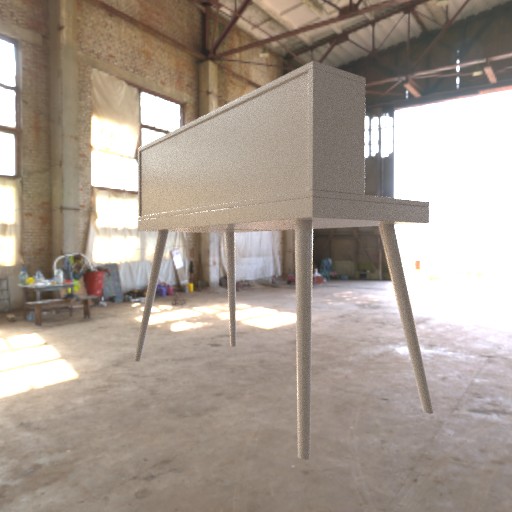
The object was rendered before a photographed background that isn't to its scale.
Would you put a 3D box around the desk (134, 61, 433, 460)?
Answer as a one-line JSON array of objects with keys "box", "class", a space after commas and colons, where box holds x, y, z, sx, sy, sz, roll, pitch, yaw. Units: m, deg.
[{"box": [0.000, 0.000, 1.737, 0.559, 0.990, 1.199, -1, 1, -35], "class": "desk"}]
